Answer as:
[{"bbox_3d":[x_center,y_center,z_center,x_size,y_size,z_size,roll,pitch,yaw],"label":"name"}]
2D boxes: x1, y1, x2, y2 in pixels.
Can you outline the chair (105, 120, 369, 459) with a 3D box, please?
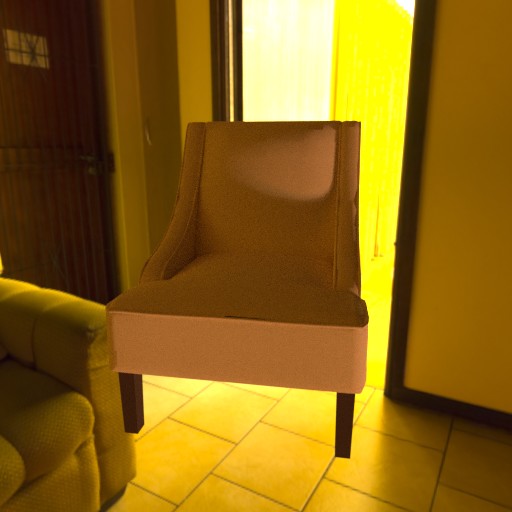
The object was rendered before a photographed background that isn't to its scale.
[{"bbox_3d":[0.000,0.000,1.458,0.689,0.886,0.806,2,14,10],"label":"chair"}]
